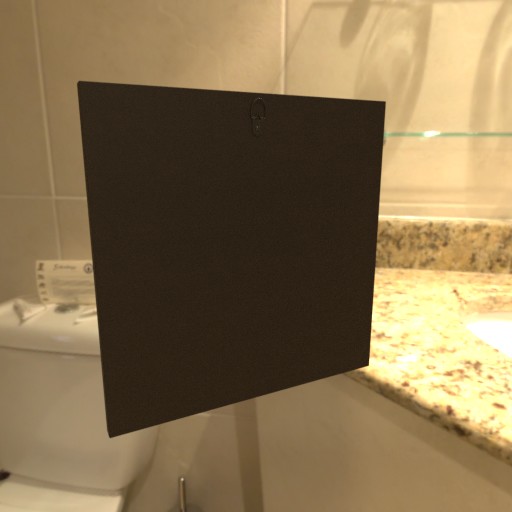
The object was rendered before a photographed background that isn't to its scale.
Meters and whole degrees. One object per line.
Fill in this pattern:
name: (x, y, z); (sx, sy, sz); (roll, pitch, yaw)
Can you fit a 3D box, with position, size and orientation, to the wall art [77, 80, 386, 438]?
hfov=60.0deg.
wall art: (0.000, 0.000, 1.162); (0.805, 0.807, 0.043); (-7, 15, -27)
